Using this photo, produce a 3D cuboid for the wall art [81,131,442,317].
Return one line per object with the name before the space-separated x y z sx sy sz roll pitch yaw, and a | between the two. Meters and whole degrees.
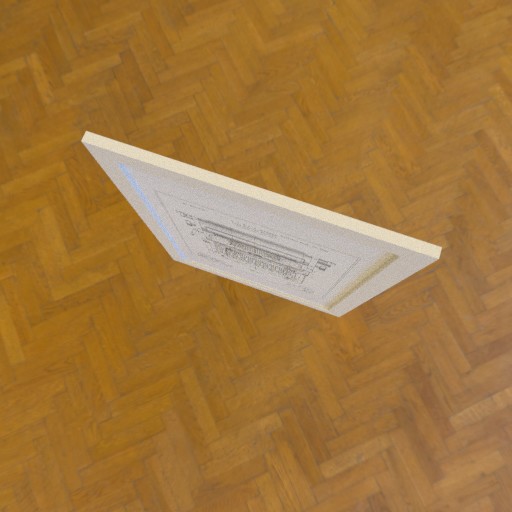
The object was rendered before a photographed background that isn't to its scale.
wall art | 0.000 0.000 0.705 0.381 0.533 0.013 19 77 5
